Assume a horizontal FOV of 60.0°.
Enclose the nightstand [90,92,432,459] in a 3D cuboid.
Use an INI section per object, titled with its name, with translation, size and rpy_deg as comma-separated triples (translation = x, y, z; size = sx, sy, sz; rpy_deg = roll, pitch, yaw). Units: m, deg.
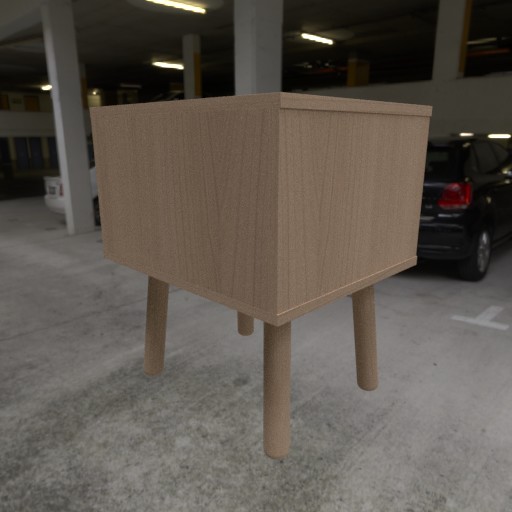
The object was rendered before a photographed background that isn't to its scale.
[nightstand]
translation = 0.000, 0.000, 0.831
size = 0.450, 0.530, 0.380
rpy_deg = 15, 21, 43
